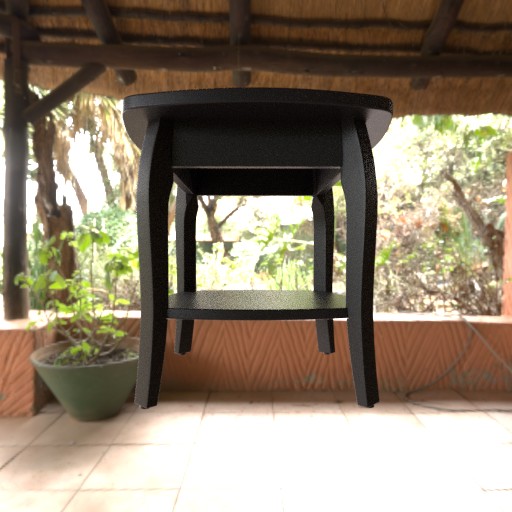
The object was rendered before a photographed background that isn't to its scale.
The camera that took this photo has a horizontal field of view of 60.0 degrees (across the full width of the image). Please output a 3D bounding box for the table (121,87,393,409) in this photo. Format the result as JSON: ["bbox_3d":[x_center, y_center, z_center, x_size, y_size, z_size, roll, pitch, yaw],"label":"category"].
[{"bbox_3d":[0.000,0.000,0.853,0.457,0.457,0.508,0,0,-1],"label":"table"}]
